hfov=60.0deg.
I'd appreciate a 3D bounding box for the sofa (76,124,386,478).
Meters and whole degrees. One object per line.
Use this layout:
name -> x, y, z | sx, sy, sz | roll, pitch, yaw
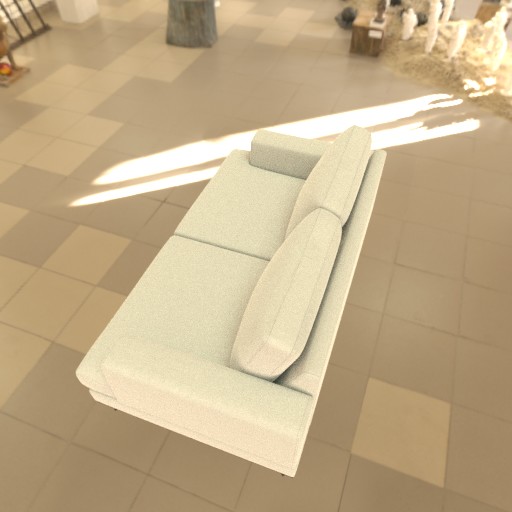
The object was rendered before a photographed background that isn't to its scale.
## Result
sofa -> 0.000, 0.000, 2.122 | 0.920, 0.810, 1.650 | 15, 49, 14
